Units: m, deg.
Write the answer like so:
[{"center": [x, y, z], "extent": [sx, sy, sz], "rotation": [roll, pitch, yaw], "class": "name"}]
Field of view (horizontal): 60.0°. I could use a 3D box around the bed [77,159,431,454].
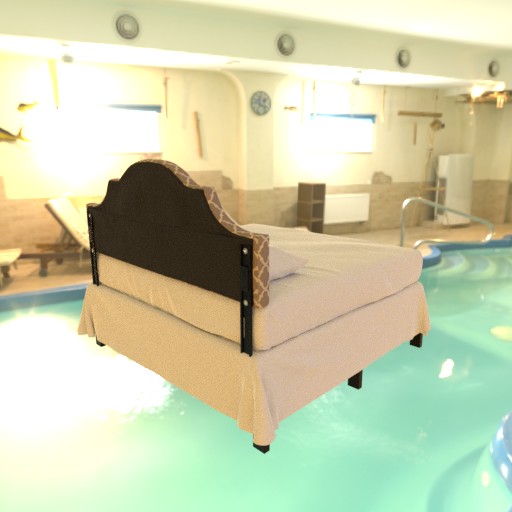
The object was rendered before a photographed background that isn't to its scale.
[{"center": [0.000, 0.000, 3.681], "extent": [2.314, 1.601, 2.222], "rotation": [13, 19, 43], "class": "bed"}]
